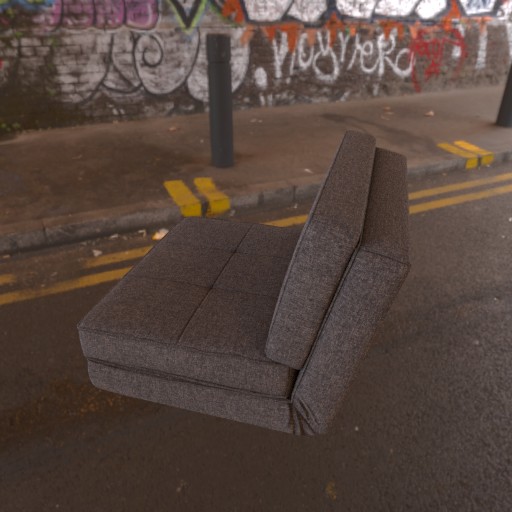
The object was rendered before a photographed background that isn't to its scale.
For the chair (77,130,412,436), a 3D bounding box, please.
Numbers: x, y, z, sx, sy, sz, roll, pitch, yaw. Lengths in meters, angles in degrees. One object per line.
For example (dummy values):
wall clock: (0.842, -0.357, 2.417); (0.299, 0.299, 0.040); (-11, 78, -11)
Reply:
chair: (0.000, 0.000, 1.325); (0.800, 0.615, 0.740); (8, 31, 14)
